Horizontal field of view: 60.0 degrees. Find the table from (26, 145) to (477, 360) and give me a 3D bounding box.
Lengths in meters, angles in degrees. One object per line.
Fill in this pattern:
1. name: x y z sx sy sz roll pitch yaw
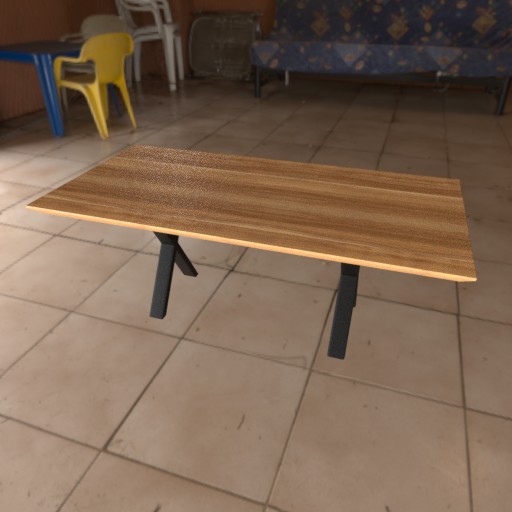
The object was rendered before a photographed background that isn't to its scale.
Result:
1. table: 0.000 0.000 2.467 2.000 0.770 1.000 10 33 15
